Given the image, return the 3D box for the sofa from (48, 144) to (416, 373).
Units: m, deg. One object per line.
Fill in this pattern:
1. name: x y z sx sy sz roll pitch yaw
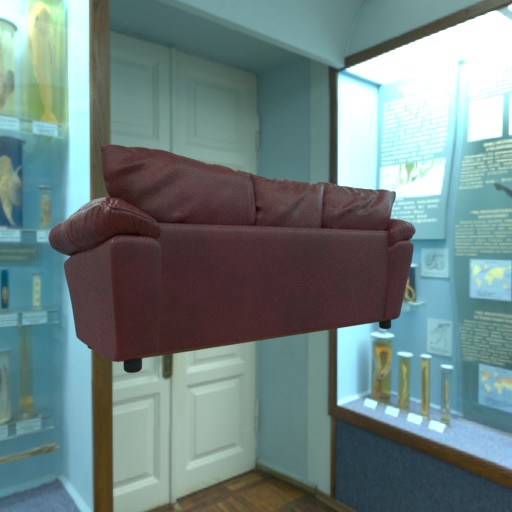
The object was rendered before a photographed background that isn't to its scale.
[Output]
1. sofa: 0.000 0.000 2.913 2.390 1.091 0.907 -1 1 -36
